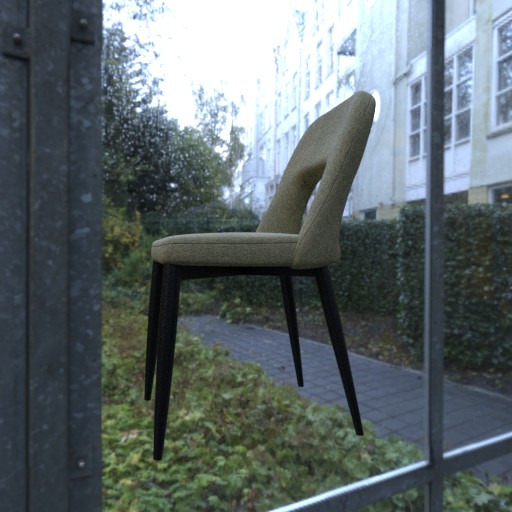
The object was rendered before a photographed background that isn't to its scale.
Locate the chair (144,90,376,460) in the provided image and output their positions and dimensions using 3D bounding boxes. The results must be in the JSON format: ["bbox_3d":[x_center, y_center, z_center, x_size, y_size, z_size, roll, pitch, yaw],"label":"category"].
[{"bbox_3d":[0.000,0.000,1.283,0.612,0.931,0.470,0,1,-17],"label":"chair"}]
